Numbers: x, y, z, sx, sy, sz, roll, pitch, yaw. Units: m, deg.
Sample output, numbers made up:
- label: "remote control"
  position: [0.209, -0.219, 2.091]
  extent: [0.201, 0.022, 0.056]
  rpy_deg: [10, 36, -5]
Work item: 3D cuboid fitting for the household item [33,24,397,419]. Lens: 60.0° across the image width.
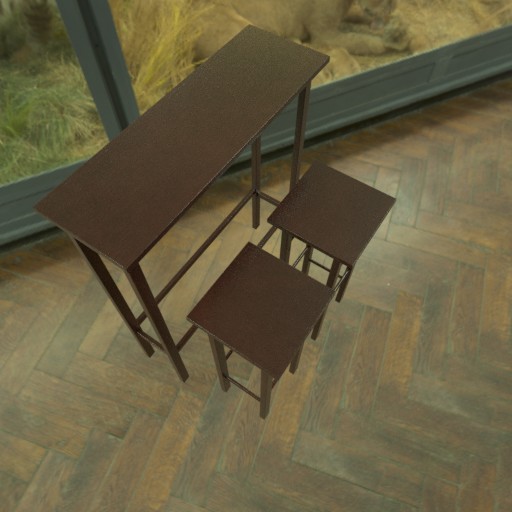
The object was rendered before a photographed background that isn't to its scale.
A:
- label: "household item"
  position: [0.000, 0.000, 1.616]
  extent: [0.676, 1.067, 0.914]
  rpy_deg: [30, 63, 17]
